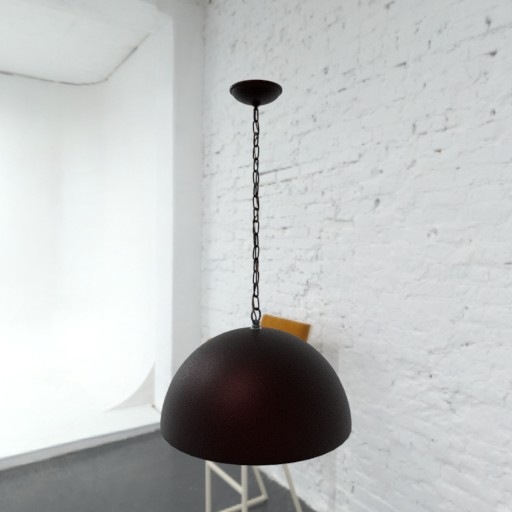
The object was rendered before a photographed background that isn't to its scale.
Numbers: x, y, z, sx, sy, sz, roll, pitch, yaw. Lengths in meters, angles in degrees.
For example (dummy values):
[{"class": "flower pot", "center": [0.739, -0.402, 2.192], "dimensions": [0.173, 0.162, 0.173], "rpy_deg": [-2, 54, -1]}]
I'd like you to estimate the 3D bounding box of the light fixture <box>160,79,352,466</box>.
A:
[{"class": "light fixture", "center": [0.000, 0.000, 1.161], "dimensions": [0.492, 0.869, 0.492], "rpy_deg": [0, 0, 35]}]
